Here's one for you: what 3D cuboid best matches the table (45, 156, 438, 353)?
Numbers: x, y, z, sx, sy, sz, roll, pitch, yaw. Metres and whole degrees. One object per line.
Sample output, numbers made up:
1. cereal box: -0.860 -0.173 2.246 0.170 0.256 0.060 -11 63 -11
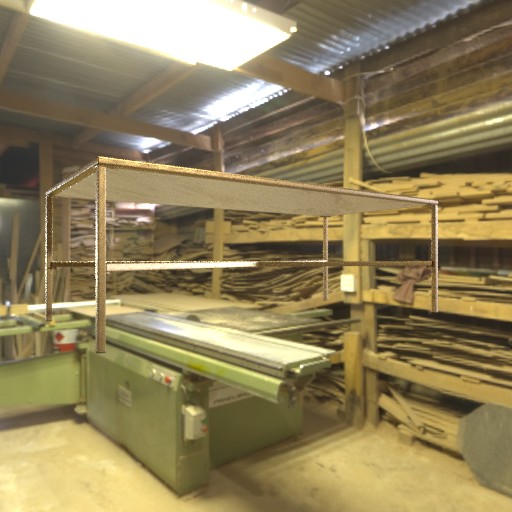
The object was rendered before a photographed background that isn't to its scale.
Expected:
1. table: 0.000 0.000 1.488 1.197 0.405 0.577 0 0 -35
